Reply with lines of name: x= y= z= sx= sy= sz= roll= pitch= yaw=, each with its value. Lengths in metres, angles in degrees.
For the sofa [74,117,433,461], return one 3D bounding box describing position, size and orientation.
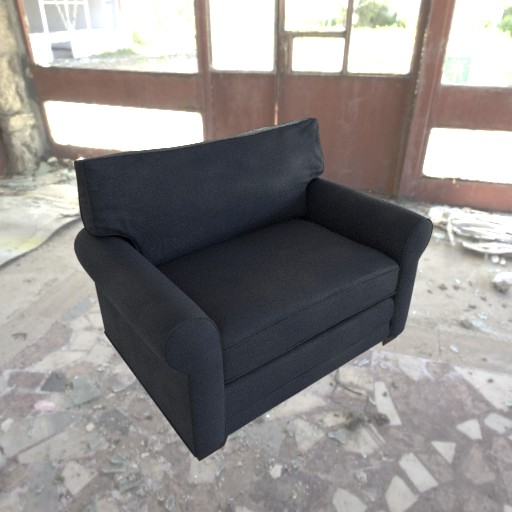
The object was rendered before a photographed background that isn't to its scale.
sofa: x=0.000 y=0.000 z=2.056 sx=1.405 sy=1.004 sz=0.938 roll=-20 pitch=35 yaw=-32
